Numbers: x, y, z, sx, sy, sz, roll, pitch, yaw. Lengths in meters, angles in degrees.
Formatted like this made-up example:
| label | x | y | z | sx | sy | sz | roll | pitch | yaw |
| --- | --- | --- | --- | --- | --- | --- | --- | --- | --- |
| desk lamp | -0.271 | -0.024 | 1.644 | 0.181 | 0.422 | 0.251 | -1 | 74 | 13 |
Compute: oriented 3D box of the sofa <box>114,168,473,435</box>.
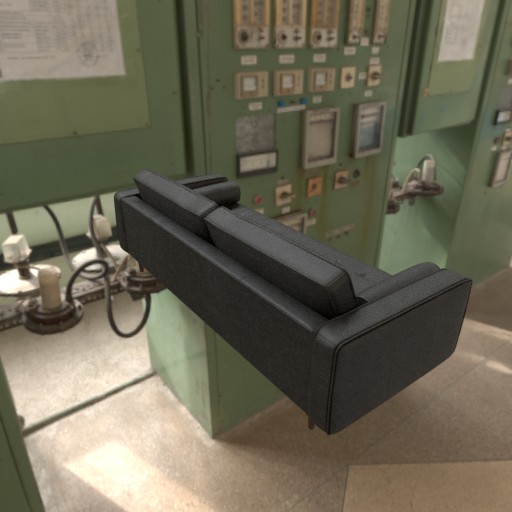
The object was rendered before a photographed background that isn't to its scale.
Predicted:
| label | x | y | z | sx | sy | sz | roll | pitch | yaw |
| --- | --- | --- | --- | --- | --- | --- | --- | --- | --- |
| sofa | 0.000 | 0.000 | 2.645 | 0.914 | 0.762 | 2.210 | -18 | 31 | -32 |
